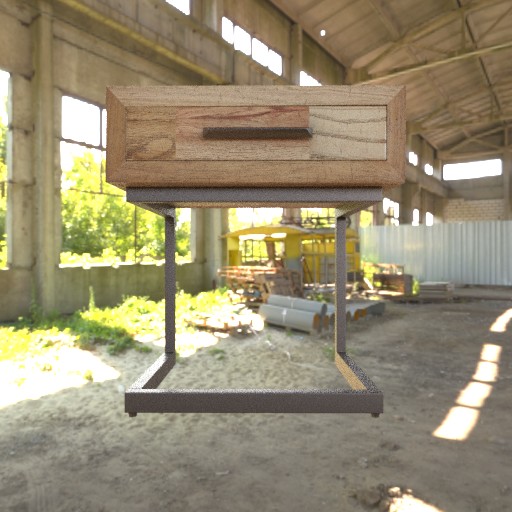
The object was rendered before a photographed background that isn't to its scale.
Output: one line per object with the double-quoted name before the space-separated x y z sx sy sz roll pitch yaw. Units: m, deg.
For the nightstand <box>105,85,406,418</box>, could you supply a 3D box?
"nightstand" 0.000 0.000 1.024 0.558 0.632 0.481 0 0 0
